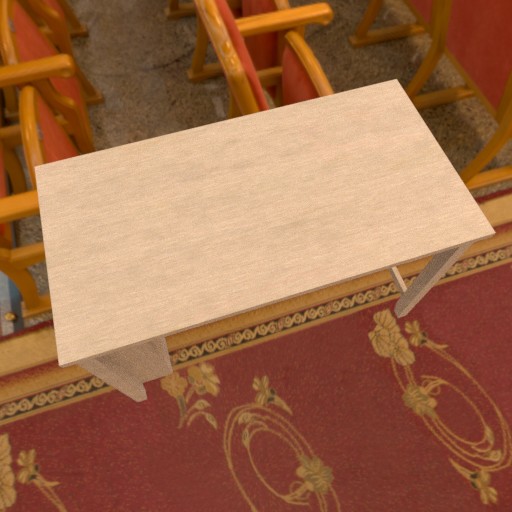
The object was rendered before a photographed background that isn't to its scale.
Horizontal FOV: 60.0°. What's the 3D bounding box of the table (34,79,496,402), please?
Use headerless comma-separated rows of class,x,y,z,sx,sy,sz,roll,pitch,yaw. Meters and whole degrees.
table,0.000,0.000,1.886,1.397,0.874,0.729,-16,65,-8
